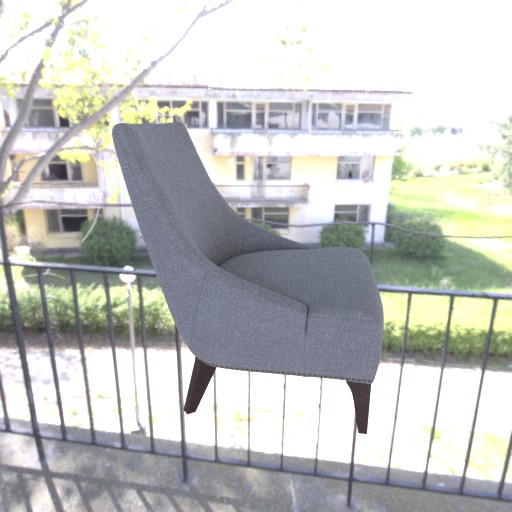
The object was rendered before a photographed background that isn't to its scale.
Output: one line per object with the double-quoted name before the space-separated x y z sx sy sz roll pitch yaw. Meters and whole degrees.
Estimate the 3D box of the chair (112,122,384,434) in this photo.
"chair" 0.000 0.000 1.574 0.861 0.909 0.701 3 17 9
